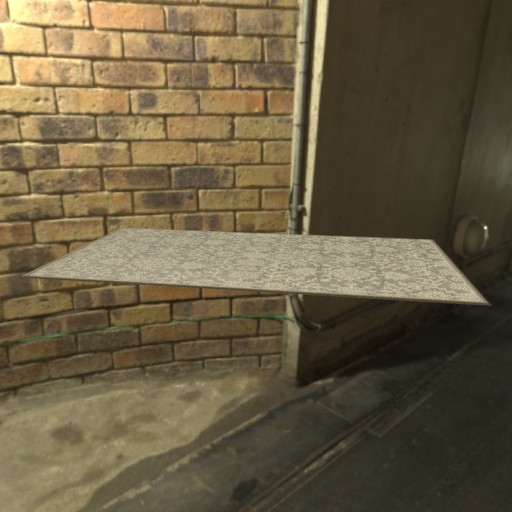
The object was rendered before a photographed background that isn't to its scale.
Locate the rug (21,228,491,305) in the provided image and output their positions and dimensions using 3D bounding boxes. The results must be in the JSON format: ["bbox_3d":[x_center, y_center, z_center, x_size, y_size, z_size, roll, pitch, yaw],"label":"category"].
[{"bbox_3d":[0.000,0.000,3.560,3.048,0.011,1.546,3,17,9],"label":"rug"}]
